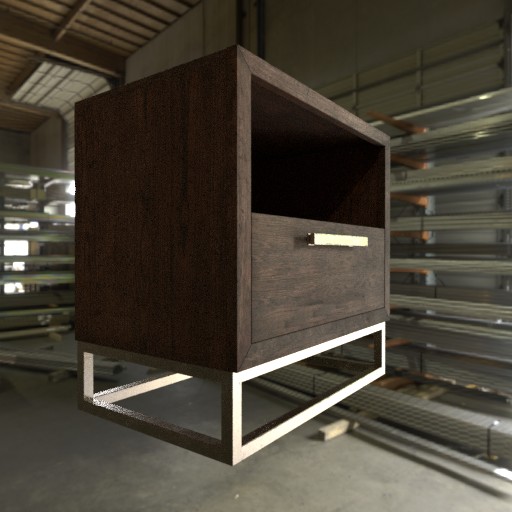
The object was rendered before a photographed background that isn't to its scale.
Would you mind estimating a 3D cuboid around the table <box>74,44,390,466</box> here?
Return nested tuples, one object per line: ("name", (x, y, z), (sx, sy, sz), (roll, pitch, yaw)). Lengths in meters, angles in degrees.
("table", (0.000, 0.000, 1.225), (0.542, 0.746, 0.767), (0, 0, 36))
